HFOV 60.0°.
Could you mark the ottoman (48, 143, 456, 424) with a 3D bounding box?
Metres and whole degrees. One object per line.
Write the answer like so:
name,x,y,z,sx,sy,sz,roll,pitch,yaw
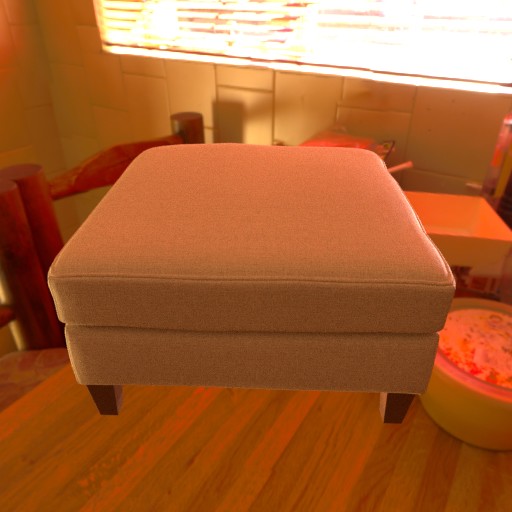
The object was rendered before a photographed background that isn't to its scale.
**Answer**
ottoman,0.000,0.000,1.320,0.838,0.503,0.838,1,31,2
